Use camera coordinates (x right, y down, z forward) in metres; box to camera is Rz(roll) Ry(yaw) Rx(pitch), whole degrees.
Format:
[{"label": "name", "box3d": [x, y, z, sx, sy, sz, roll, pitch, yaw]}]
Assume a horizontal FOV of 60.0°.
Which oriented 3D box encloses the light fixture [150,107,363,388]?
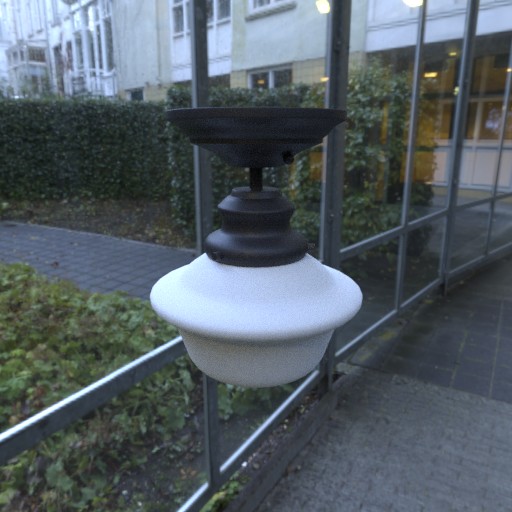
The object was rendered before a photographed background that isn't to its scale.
[{"label": "light fixture", "box3d": [0.000, 0.000, 0.410, 0.197, 0.254, 0.197, 0, 15, 0]}]
